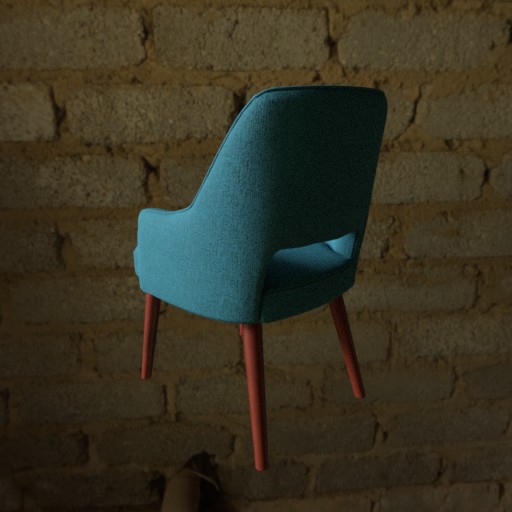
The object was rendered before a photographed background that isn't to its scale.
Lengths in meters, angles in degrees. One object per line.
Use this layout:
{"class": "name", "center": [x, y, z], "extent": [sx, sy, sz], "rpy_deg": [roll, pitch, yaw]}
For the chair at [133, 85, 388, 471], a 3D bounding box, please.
{"class": "chair", "center": [0.000, 0.000, 1.218], "extent": [0.548, 0.849, 0.605], "rpy_deg": [-16, 24, -41]}
